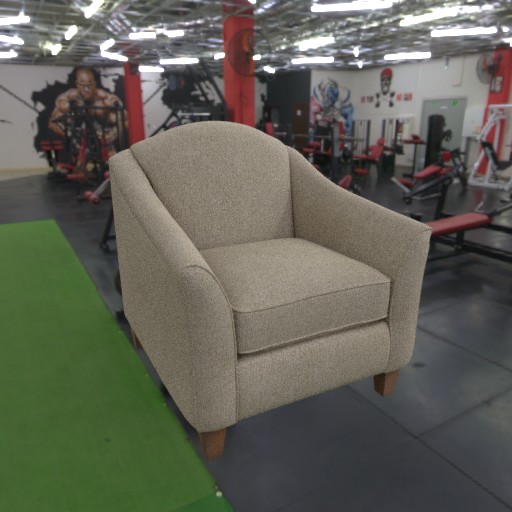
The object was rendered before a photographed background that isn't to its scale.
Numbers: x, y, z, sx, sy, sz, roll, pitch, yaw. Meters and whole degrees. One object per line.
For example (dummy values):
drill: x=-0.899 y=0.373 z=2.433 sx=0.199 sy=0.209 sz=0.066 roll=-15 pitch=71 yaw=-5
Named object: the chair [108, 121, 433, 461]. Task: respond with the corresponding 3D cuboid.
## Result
chair: x=0.000 y=0.000 z=1.452 sx=0.763 sy=0.839 sz=0.787 roll=-9 pitch=20 yaw=-26
